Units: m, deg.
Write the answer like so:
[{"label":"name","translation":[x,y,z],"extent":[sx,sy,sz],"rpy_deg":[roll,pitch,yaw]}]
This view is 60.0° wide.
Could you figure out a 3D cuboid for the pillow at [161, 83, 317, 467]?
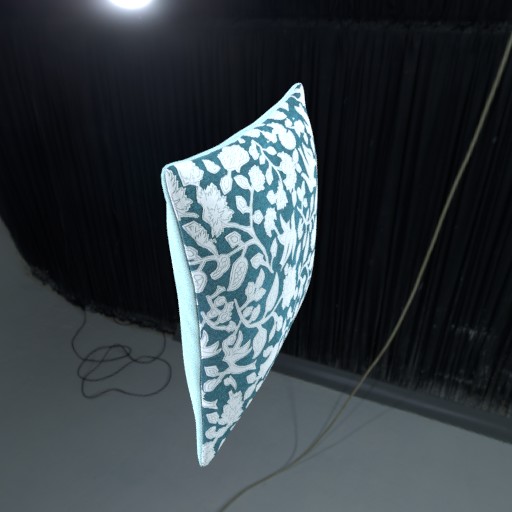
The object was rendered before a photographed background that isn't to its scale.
[{"label":"pillow","translation":[0.000,0.000,0.801],"extent":[0.166,0.508,0.525],"rpy_deg":[11,33,17]}]
